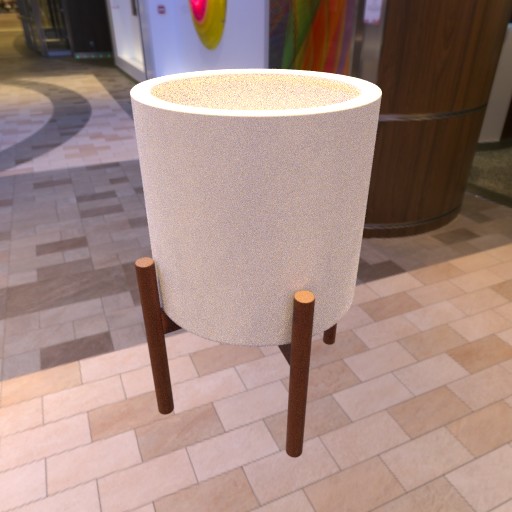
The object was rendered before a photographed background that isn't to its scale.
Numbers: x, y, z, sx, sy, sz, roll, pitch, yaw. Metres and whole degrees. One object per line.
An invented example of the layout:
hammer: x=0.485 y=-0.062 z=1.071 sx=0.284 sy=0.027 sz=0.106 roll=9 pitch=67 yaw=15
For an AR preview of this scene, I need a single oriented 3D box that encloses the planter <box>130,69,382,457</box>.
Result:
planter: x=0.000 y=0.000 z=0.925 sx=0.417 sy=0.670 sz=0.417 roll=10 pitch=32 yaw=17
